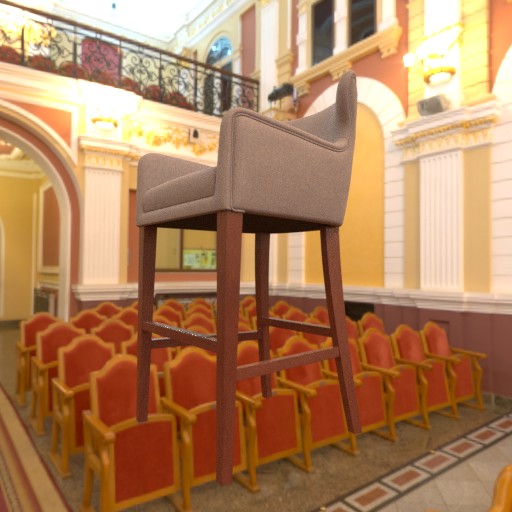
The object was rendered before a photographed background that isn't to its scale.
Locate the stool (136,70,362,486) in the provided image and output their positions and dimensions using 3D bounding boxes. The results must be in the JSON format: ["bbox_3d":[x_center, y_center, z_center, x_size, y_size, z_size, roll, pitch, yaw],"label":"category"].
[{"bbox_3d":[0.000,0.000,1.380,0.575,1.047,0.575,1,-1,-36],"label":"stool"}]
